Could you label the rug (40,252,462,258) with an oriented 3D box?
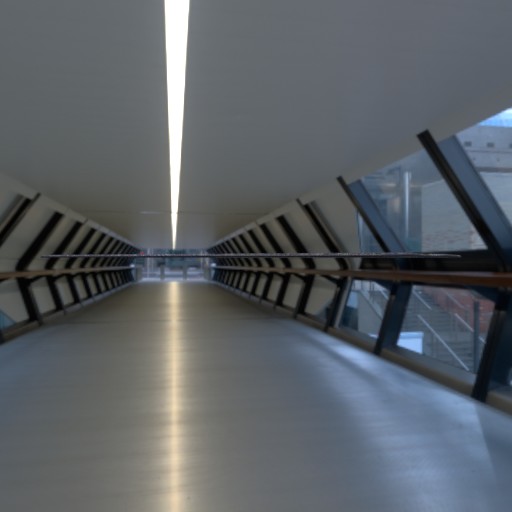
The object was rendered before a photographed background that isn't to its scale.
[{"bbox_3d":[0.000,0.000,4.740,3.612,0.035,2.716,0,0,34],"label":"rug"}]
